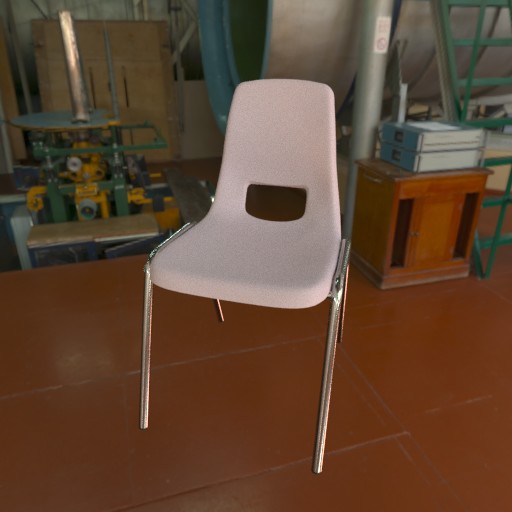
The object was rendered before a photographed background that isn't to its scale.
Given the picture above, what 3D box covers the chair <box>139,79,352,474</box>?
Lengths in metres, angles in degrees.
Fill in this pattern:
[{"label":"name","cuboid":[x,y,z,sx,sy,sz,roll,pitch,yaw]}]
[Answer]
[{"label":"chair","cuboid":[0.000,0.000,0.912,0.381,0.653,0.436,7,26,15]}]
